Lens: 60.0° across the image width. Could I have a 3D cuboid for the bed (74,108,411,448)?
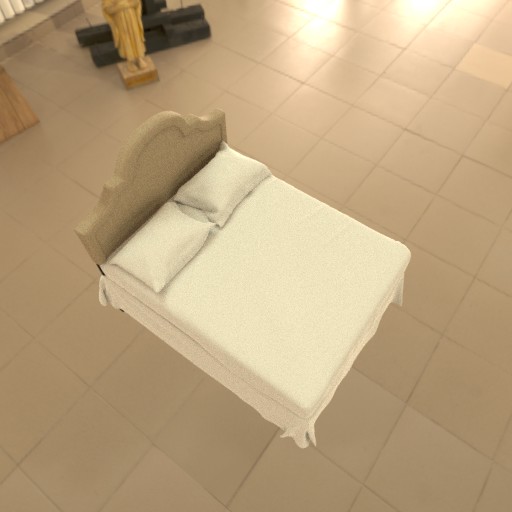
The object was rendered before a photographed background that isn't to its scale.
[{"bbox_3d":[0.000,0.000,3.446,2.222,1.634,1.780,32,63,18],"label":"bed"}]
